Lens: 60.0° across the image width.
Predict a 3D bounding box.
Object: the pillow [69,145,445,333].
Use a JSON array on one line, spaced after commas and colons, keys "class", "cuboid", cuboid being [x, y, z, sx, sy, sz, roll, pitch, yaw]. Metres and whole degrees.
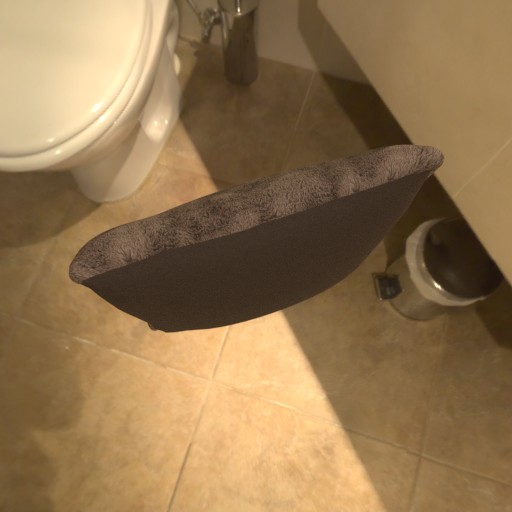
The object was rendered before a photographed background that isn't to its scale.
[{"class": "pillow", "cuboid": [0.000, 0.000, 0.808, 0.522, 0.520, 0.204, -18, 75, -5]}]
